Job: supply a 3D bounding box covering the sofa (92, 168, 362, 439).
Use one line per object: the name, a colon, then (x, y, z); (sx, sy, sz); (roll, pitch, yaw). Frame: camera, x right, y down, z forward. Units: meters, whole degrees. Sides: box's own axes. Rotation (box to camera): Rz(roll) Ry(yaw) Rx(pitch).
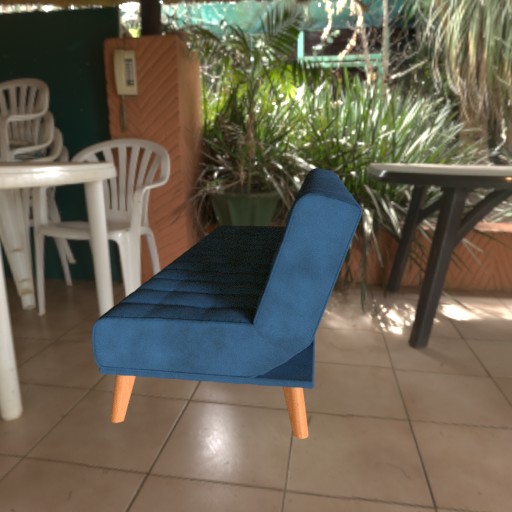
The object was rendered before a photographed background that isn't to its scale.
sofa: (0.000, 0.000, 2.257); (0.855, 0.813, 1.804); (2, 14, 8)
